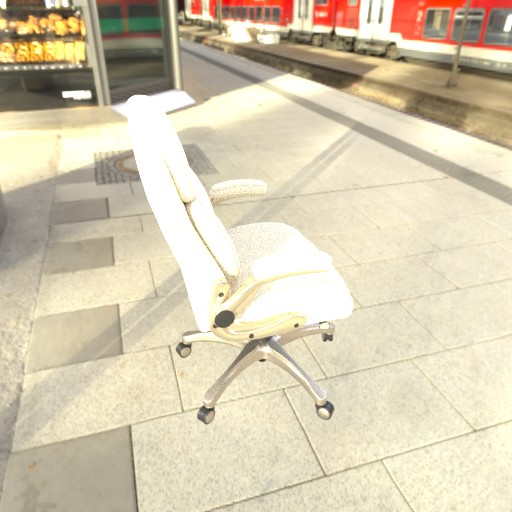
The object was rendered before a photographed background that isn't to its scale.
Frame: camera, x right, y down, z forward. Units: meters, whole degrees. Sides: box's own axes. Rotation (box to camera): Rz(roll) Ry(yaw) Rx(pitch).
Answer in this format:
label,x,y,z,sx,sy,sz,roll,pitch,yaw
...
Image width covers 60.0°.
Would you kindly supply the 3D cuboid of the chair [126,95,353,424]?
label,x,y,z,sx,sy,sz,roll,pitch,yaw
chair,0.000,0.000,1.650,0.794,1.110,0.740,-10,31,-17
